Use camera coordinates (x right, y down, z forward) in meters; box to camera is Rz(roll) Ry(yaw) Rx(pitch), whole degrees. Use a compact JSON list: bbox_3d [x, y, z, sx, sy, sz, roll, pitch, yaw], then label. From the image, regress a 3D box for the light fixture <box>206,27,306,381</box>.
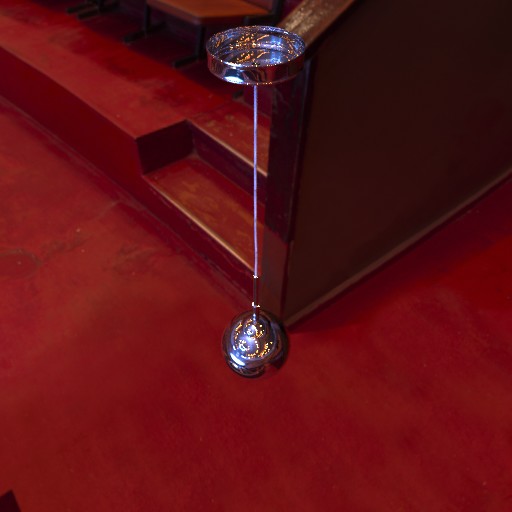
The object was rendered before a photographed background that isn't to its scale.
[{"bbox_3d":[0.000,0.000,1.665,0.336,1.538,0.336,-32,55,-27],"label":"light fixture"}]
